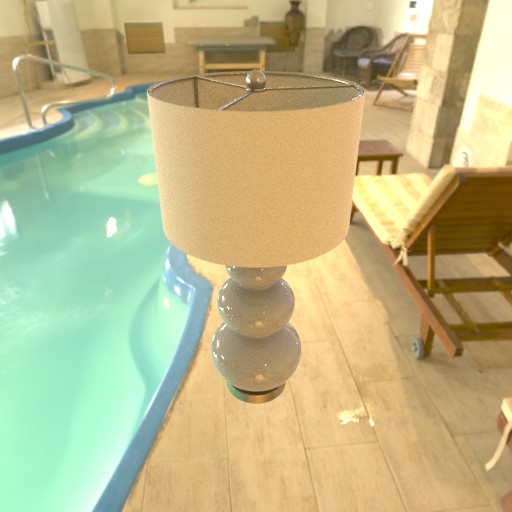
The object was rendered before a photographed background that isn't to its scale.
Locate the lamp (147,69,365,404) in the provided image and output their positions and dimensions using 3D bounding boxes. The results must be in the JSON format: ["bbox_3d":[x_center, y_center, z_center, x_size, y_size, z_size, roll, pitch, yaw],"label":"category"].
[{"bbox_3d":[0.000,0.000,0.934,0.367,0.730,0.367,0,31,0],"label":"lamp"}]
